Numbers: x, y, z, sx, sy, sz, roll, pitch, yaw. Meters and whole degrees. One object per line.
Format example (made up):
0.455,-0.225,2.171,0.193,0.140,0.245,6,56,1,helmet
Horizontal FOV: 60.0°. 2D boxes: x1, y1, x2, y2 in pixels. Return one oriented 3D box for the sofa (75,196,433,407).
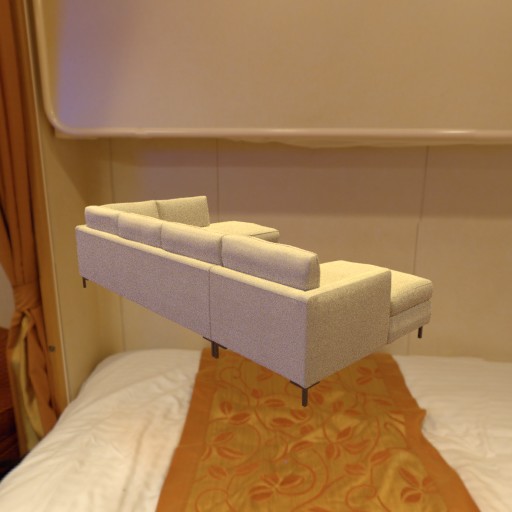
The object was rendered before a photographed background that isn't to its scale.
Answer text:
0.000,0.000,3.617,1.879,0.756,2.737,-12,18,-42,sofa
